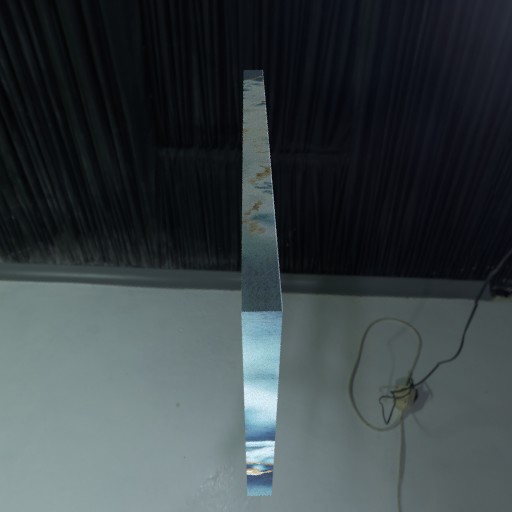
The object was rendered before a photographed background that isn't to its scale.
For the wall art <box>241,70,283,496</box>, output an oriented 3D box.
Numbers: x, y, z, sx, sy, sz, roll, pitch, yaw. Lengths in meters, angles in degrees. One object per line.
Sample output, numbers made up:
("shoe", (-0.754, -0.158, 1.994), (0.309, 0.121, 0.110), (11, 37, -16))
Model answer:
("wall art", (0.000, 0.000, 0.746), (0.036, 0.405, 0.607), (-1, 41, -1))
